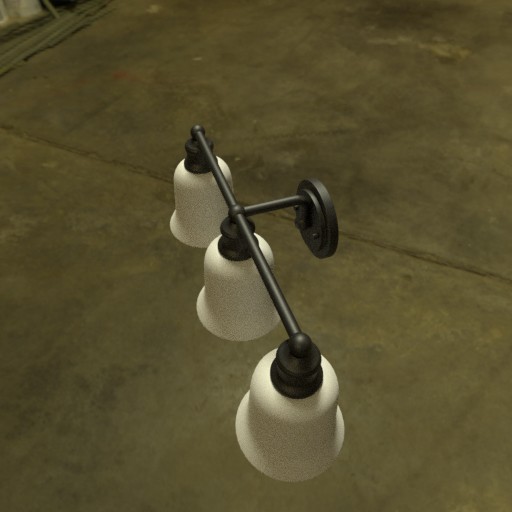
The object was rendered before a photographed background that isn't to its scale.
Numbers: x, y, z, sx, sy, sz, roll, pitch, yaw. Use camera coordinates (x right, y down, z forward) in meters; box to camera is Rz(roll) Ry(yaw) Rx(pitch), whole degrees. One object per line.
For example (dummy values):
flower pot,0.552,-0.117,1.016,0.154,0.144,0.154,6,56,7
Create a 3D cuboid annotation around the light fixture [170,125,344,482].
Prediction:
light fixture,0.000,0.000,0.660,0.198,0.211,0.570,-14,48,-13
